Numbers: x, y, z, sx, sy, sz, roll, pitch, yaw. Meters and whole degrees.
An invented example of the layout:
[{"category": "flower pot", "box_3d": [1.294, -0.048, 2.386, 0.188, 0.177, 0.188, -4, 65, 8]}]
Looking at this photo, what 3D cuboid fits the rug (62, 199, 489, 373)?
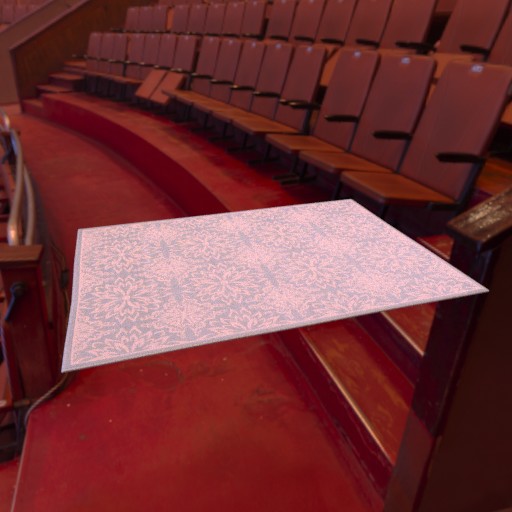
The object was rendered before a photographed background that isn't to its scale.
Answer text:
[{"category": "rug", "box_3d": [0.000, 0.000, 2.830, 2.205, 0.014, 1.589, -8, 28, -15]}]
